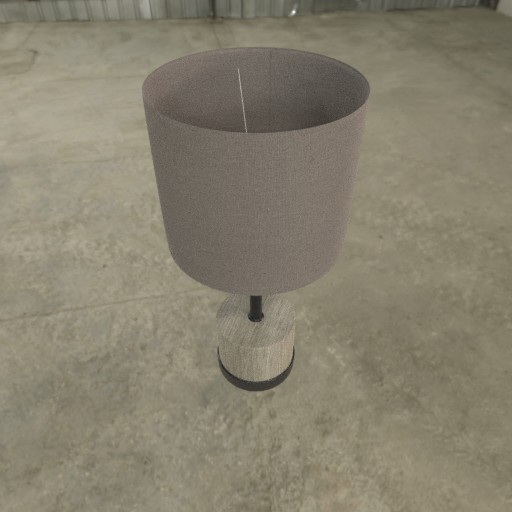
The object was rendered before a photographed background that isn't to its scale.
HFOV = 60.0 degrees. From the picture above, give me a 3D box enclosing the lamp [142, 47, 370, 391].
[{"bbox_3d":[0.000,0.000,0.603,0.229,0.470,0.229,13,43,14],"label":"lamp"}]
